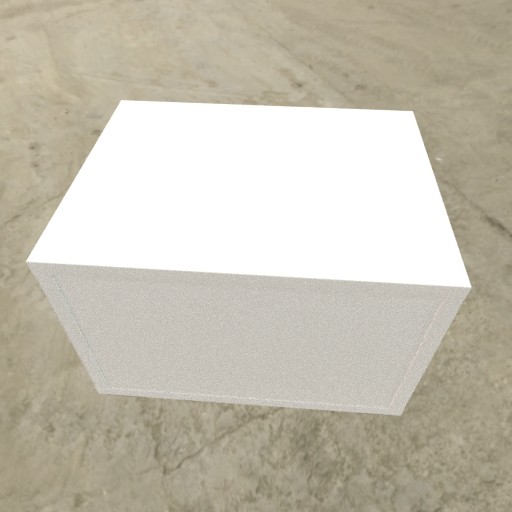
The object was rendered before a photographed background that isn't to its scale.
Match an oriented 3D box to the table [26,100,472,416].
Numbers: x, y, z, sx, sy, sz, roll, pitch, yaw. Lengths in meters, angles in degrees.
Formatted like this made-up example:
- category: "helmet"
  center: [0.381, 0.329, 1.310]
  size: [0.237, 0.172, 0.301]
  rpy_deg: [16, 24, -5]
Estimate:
- category: "table"
  center: [0.000, 0.000, 0.777]
  size: [0.517, 0.357, 0.399]
  rpy_deg: [3, 47, 3]
